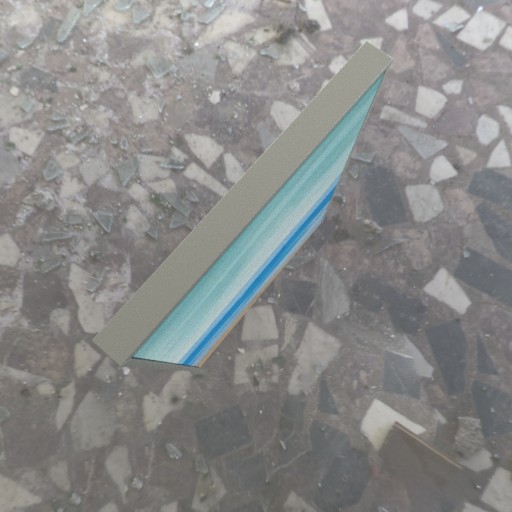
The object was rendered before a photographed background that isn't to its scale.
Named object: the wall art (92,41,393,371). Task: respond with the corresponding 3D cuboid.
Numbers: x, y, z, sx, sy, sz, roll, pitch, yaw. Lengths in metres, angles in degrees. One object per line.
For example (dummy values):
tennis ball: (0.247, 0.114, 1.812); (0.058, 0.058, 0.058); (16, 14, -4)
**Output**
wall art: (0.000, 0.000, 0.731); (0.039, 0.553, 0.445); (39, 78, 10)
